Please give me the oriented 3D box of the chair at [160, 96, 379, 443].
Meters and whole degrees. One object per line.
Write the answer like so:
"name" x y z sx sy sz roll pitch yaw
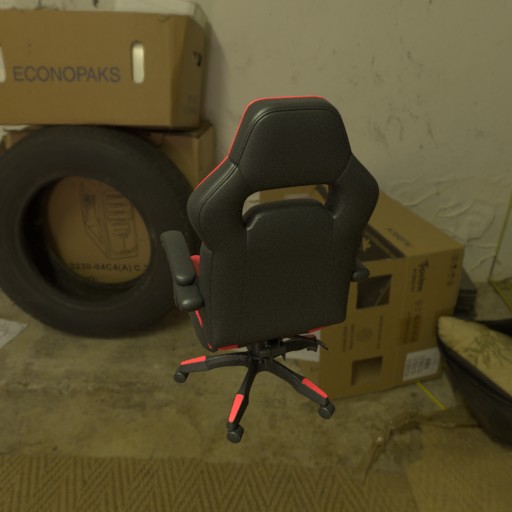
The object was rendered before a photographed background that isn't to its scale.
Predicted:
"chair" 0.000 0.000 1.687 0.700 1.220 0.700 -9 29 -16
